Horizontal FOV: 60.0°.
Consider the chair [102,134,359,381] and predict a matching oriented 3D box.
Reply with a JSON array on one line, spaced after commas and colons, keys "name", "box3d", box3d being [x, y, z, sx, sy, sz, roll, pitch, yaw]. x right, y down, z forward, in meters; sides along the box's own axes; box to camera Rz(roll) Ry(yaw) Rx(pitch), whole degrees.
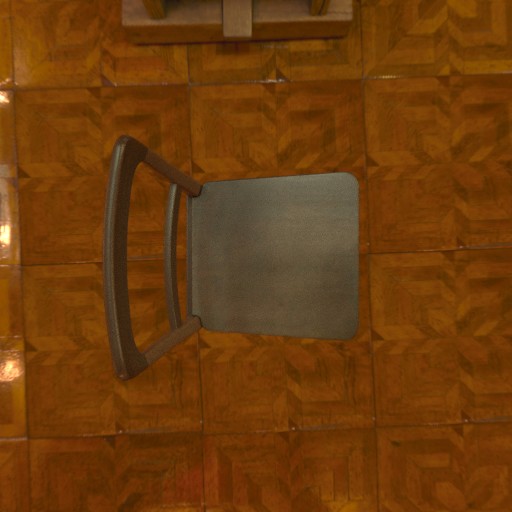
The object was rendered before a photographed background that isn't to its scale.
[{"name": "chair", "box3d": [0.000, 0.000, 1.264, 0.546, 0.991, 0.450, 0, 90, 0]}]
